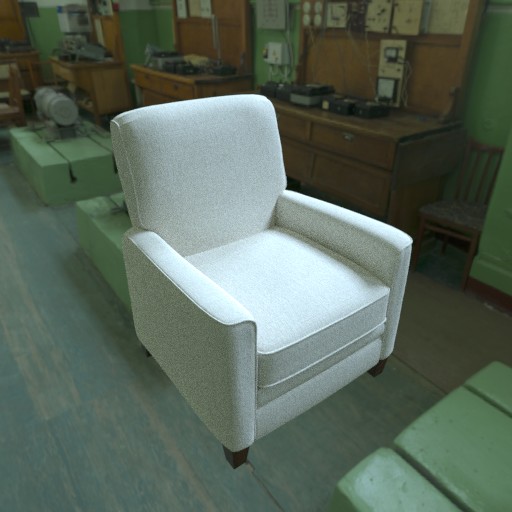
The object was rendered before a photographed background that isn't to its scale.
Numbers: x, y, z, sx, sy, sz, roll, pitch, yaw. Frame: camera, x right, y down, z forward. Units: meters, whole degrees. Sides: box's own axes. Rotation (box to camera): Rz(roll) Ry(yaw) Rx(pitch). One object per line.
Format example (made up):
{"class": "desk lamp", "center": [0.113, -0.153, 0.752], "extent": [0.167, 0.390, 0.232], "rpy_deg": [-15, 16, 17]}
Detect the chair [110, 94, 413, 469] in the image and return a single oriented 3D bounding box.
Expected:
{"class": "chair", "center": [0.000, 0.000, 1.664], "extent": [0.841, 1.028, 0.858], "rpy_deg": [-20, 35, -32]}
